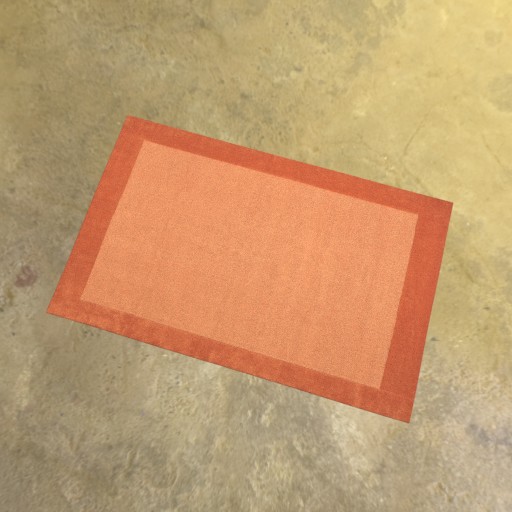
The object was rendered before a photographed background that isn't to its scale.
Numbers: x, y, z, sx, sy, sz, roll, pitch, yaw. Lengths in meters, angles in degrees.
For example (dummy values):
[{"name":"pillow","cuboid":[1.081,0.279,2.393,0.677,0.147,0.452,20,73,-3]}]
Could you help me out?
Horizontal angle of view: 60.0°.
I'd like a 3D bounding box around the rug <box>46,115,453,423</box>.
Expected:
[{"name":"rug","cuboid":[0.000,0.000,3.016,2.438,0.014,1.524,16,76,4]}]
